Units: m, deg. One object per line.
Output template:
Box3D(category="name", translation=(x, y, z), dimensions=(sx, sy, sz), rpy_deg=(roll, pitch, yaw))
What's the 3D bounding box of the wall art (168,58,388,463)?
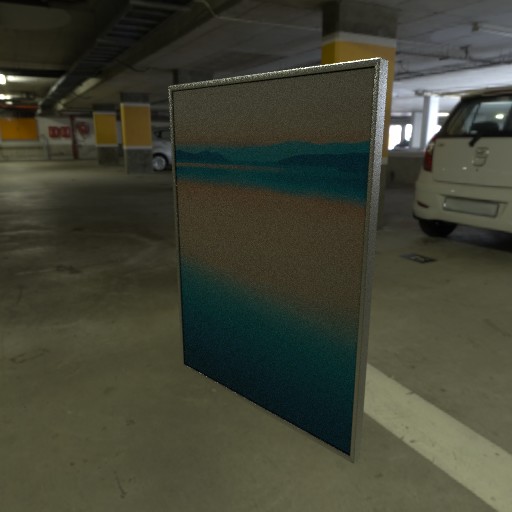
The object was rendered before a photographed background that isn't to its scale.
Box3D(category="wall art", translation=(0.000, 0.000, 1.397), dimensions=(0.801, 1.062, 0.037), rpy_deg=(14, 20, 42))
